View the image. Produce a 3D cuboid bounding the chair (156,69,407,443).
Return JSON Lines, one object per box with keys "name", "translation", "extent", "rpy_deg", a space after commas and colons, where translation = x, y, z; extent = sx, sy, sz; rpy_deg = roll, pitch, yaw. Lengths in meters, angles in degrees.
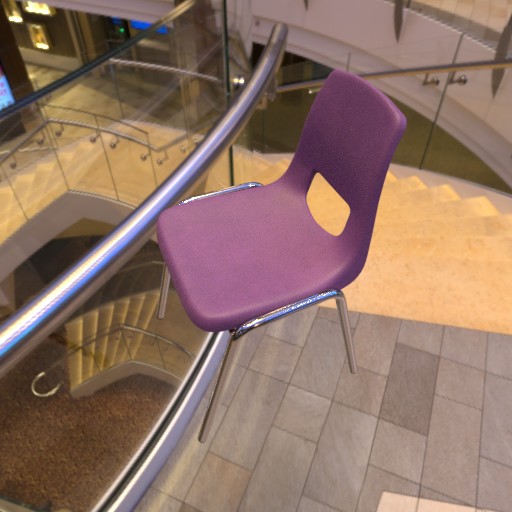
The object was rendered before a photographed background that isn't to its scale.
{"name": "chair", "translation": [0.000, 0.000, 0.918], "extent": [0.432, 0.654, 0.381], "rpy_deg": [-17, 48, -16]}
